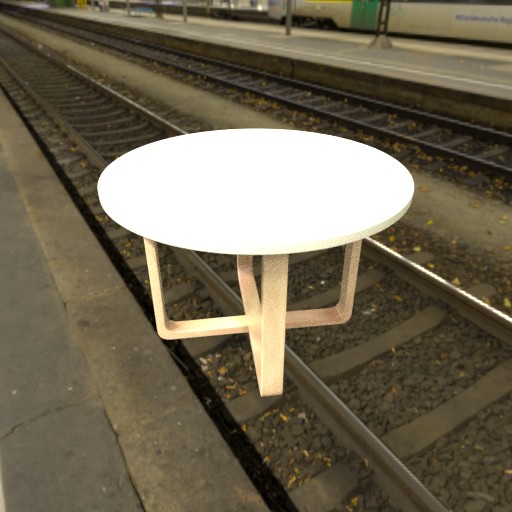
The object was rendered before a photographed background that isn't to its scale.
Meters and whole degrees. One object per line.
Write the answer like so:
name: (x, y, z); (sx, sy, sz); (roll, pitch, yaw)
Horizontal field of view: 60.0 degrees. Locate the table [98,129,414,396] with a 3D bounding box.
table: (0.000, 0.000, 0.981); (0.600, 0.400, 0.600); (0, 31, 0)
